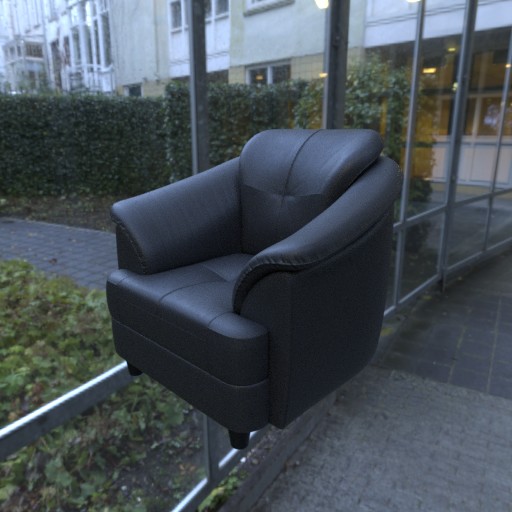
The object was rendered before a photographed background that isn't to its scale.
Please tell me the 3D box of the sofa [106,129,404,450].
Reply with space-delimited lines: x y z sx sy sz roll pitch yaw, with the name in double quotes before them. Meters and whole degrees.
"sofa" 0.000 0.000 1.474 0.870 0.811 0.794 15 22 42
